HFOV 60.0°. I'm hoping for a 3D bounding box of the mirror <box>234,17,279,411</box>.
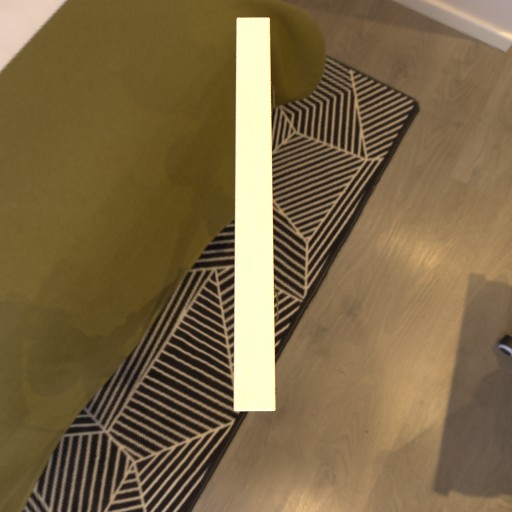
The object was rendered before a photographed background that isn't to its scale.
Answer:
[{"bbox_3d":[0.000,0.000,0.678,0.041,0.509,0.406,0,76,0],"label":"mirror"}]
